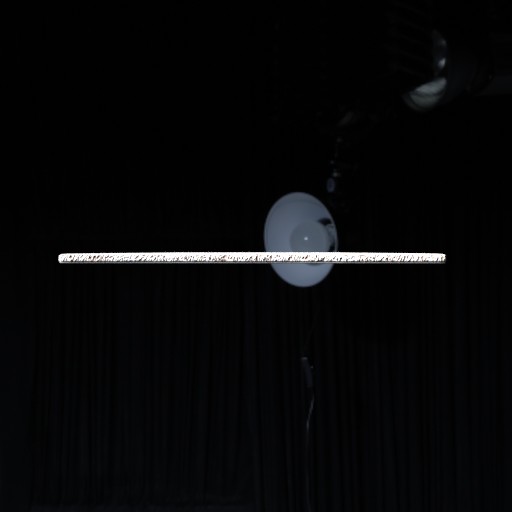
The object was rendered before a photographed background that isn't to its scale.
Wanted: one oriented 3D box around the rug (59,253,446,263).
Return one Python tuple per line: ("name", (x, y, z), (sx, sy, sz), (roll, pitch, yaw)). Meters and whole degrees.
("rug", (0.000, 0.000, 2.268), (1.219, 0.030, 1.778), (0, 1, 1))
